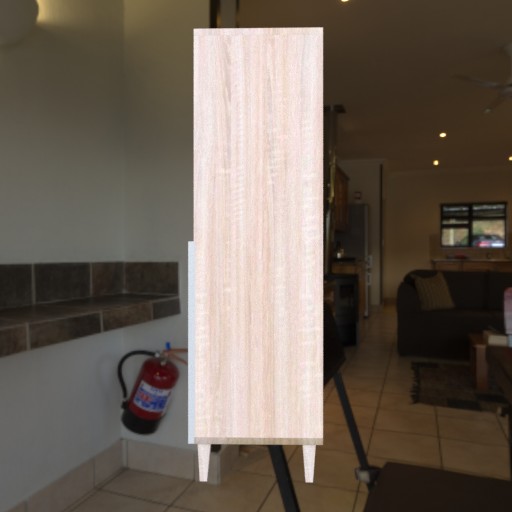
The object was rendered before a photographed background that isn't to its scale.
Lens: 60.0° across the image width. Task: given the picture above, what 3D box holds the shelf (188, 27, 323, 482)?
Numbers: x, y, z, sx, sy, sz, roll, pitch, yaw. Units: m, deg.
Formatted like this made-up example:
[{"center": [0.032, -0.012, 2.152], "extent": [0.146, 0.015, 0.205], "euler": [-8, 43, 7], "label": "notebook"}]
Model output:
[{"center": [0.000, 0.000, 1.861], "extent": [0.434, 1.405, 0.995], "euler": [0, 0, 1], "label": "shelf"}]
